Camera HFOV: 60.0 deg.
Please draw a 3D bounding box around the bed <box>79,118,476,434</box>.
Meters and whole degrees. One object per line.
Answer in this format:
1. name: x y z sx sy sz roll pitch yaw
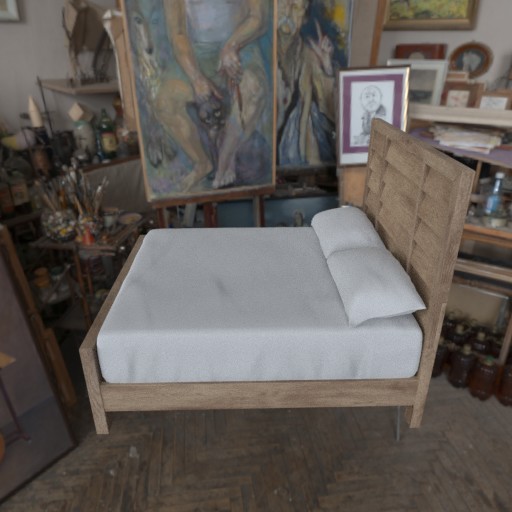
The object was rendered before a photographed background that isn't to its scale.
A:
1. bed: 0.000 0.000 3.121 2.017 1.631 1.615 -1 26 -1
